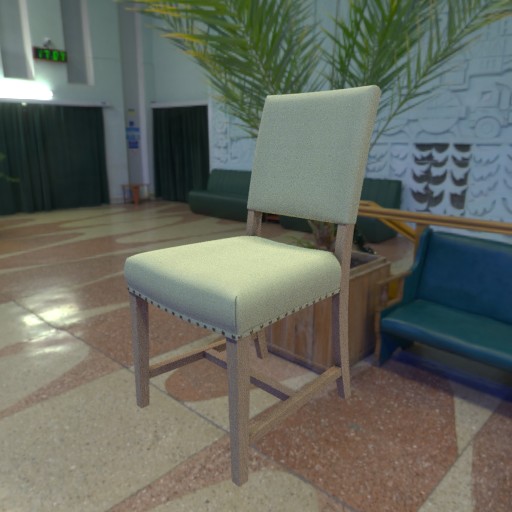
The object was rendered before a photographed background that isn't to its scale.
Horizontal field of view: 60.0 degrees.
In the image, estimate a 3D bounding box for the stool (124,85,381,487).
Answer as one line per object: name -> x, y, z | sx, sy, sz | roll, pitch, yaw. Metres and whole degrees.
stool -> 0.000, 0.000, 1.351 | 0.623, 0.986, 0.508 | -14, 20, -43
